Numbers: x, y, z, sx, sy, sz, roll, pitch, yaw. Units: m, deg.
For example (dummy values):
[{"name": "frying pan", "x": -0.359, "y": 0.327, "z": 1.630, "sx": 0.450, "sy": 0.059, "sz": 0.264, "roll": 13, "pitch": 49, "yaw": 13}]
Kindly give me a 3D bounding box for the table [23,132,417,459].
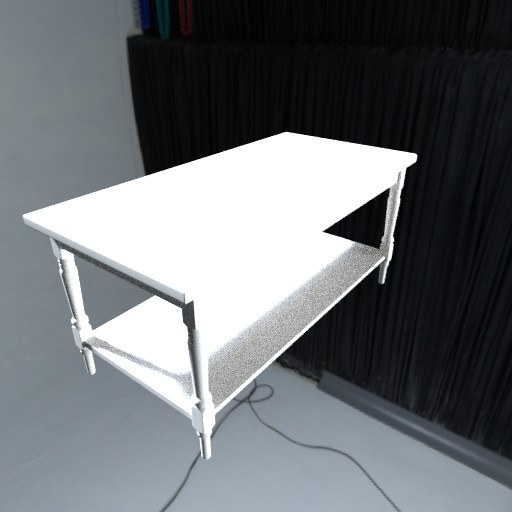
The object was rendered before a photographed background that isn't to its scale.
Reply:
[{"name": "table", "x": 0.000, "y": 0.000, "z": 1.411, "sx": 0.550, "sy": 0.510, "sz": 1.107, "roll": 20, "pitch": 34, "yaw": 33}]
